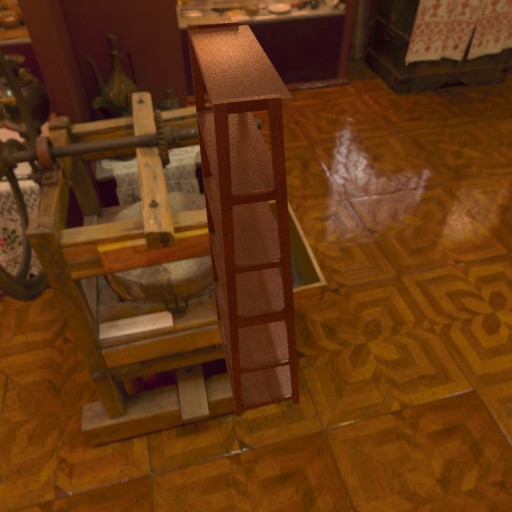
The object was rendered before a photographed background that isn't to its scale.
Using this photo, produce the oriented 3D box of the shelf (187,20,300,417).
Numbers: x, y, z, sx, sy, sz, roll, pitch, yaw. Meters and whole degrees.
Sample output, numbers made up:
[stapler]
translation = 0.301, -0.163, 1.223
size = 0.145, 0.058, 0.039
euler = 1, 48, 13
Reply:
[shelf]
translation = 0.000, 0.000, 2.126
size = 0.382, 1.892, 0.660
euler = -9, 46, -9
